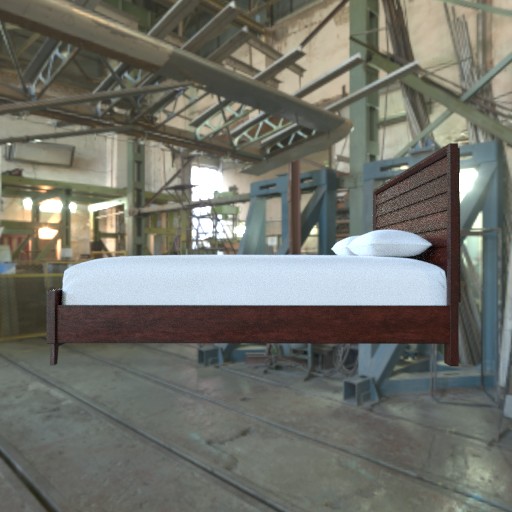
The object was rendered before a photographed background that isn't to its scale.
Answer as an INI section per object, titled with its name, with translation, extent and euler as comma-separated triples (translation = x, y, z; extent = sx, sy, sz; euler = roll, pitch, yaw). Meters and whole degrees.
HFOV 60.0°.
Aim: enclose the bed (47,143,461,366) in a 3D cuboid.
[bed]
translation = 0.000, 0.000, 3.988
extent = 2.803, 1.492, 2.040
euler = 0, 0, 1
